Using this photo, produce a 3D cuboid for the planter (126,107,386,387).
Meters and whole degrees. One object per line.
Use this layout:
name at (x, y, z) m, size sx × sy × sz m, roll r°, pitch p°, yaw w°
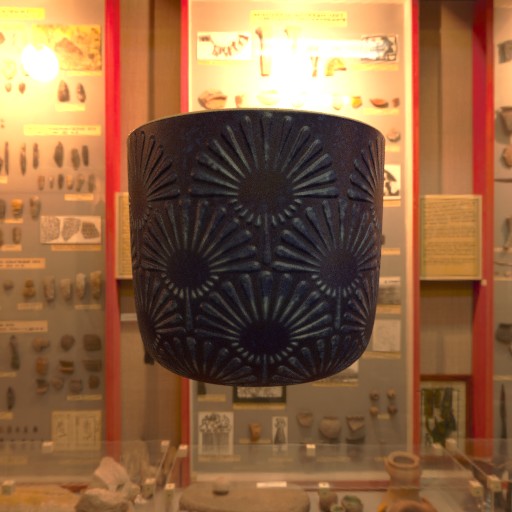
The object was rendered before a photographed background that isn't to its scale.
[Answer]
planter at (0.000, 0.000, 0.221) m, size 0.124 × 0.109 × 0.124 m, roll 0°, pitch 1°, yaw 0°
